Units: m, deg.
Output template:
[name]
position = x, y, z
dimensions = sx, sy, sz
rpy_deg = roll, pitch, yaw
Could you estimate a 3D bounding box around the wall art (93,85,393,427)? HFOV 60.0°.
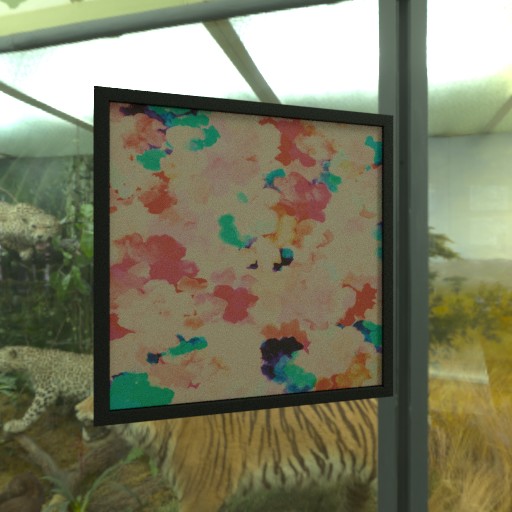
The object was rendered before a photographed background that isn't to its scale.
[wall art]
position = 0.000, 0.000, 0.444
dimensions = 0.306, 0.304, 0.015
rpy_deg = 0, 0, -16
